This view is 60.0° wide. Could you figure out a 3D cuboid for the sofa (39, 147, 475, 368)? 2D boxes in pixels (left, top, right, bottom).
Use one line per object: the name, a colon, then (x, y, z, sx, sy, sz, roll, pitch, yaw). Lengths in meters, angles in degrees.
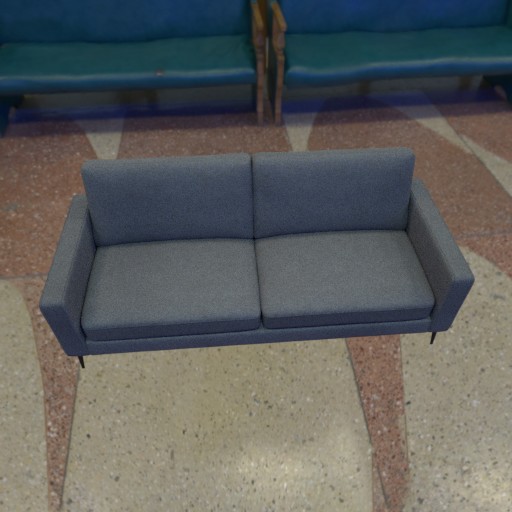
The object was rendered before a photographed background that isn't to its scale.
sofa: (0.000, 0.000, 2.303, 1.925, 0.828, 0.774, -3, 47, -3)
